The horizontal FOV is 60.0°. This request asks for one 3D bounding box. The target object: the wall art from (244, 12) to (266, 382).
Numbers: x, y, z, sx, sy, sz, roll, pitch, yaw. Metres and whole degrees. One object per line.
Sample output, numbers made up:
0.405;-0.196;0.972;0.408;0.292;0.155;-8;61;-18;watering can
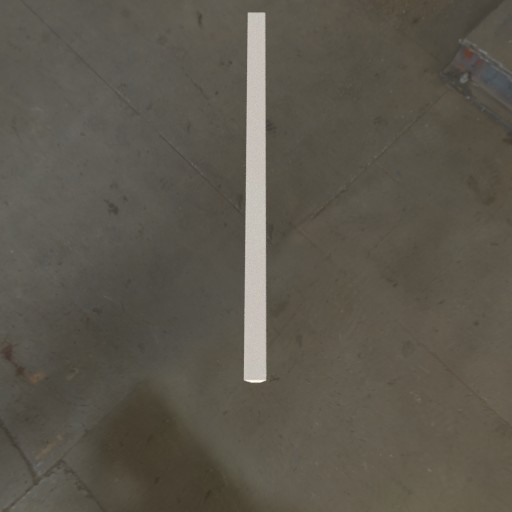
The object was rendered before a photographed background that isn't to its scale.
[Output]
0.000;0.000;1.399;0.038;1.143;0.764;0;74;0;wall art
